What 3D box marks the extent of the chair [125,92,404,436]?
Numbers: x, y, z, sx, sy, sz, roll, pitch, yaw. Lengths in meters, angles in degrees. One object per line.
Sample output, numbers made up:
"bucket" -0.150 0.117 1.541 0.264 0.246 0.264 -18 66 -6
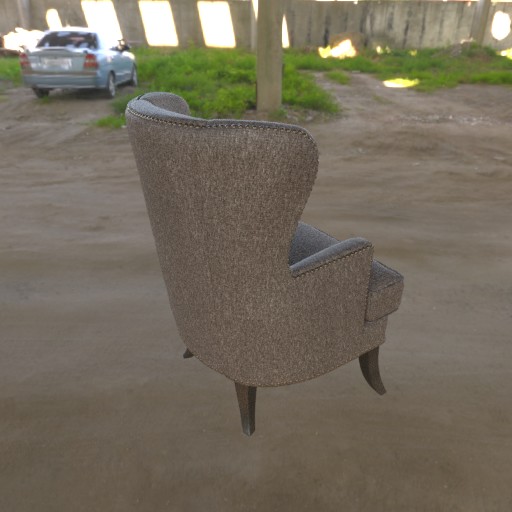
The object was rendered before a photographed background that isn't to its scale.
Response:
"chair" 0.000 0.000 1.564 0.758 1.060 0.759 -17 32 -30
